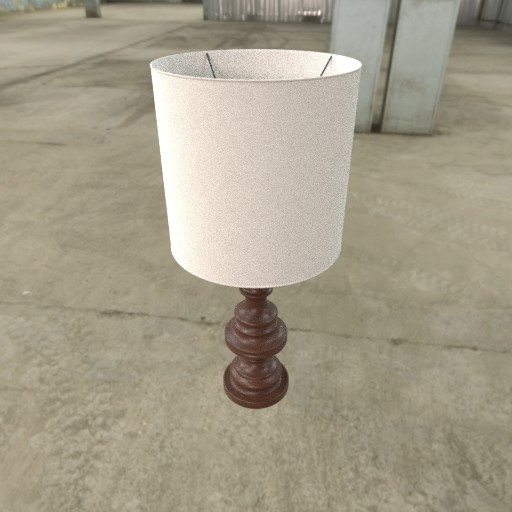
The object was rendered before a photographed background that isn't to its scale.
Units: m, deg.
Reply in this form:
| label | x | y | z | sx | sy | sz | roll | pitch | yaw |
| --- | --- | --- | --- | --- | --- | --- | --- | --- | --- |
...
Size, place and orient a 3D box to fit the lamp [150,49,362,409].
| label | x | y | z | sx | sy | sz | roll | pitch | yaw |
| --- | --- | --- | --- | --- | --- | --- | --- | --- | --- |
| lamp | 0.000 | 0.000 | 0.562 | 0.208 | 0.455 | 0.208 | 21 | 37 | 30 |
